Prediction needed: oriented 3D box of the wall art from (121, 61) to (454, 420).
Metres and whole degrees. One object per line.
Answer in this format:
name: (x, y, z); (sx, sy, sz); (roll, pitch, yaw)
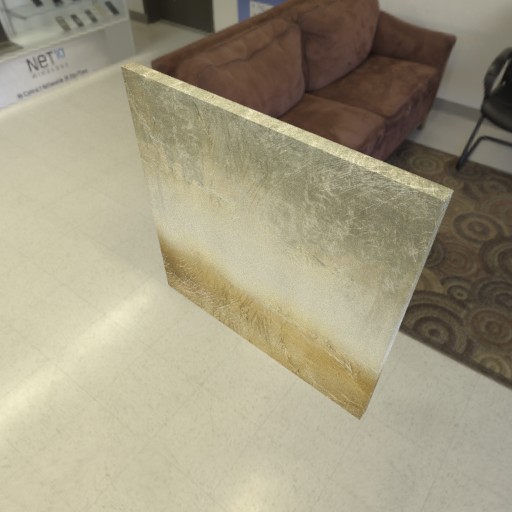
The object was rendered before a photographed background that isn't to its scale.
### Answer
wall art: (0.000, 0.000, 1.599); (1.092, 1.091, 0.051); (30, 53, 26)
